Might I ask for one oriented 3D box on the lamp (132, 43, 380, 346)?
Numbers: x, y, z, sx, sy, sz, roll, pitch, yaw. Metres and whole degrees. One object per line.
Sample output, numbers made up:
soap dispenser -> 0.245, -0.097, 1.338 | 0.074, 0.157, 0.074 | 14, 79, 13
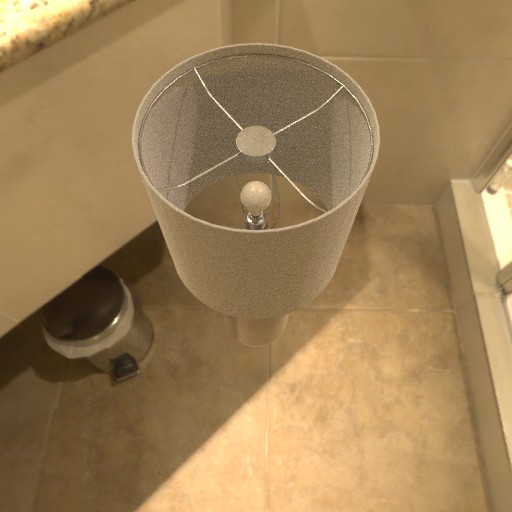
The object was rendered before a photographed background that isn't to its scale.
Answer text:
lamp -> 0.000, 0.000, 0.600 | 0.212, 0.493, 0.212 | -33, 68, -15
